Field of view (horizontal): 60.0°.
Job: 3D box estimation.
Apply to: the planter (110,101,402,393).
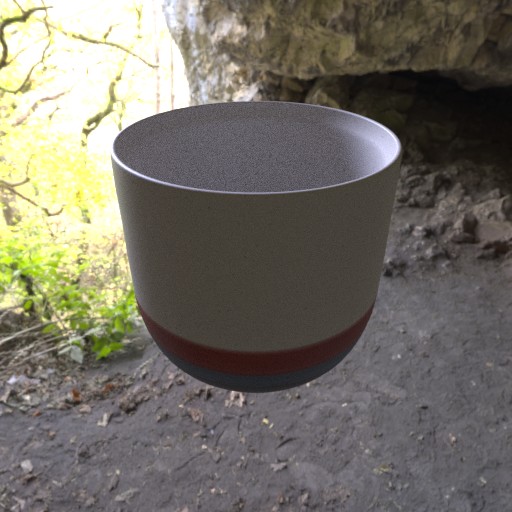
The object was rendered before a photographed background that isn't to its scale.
[{"bbox_3d":[0.000,0.000,0.489,0.268,0.270,0.268,0,33,0],"label":"planter"}]
